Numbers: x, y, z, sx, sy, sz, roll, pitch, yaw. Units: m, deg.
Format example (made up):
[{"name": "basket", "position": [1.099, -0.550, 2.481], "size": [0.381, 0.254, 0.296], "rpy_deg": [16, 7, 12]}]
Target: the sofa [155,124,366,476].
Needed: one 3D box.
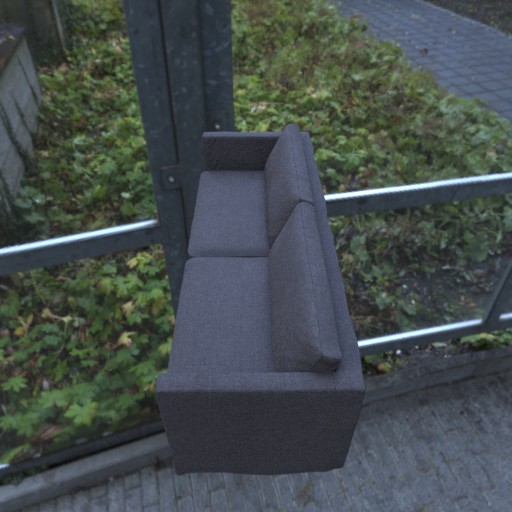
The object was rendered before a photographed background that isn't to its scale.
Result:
[{"name": "sofa", "position": [0.000, 0.000, 3.314], "size": [1.036, 0.998, 2.779], "rpy_deg": [0, 41, 0]}]
